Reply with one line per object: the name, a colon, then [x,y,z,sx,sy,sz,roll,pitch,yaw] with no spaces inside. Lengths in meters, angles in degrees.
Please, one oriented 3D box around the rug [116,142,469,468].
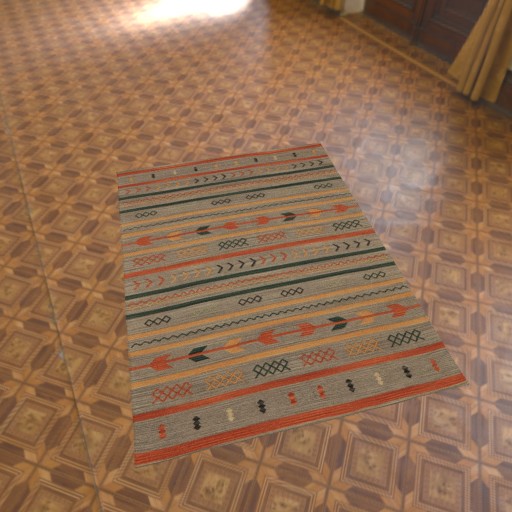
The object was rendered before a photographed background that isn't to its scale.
rug: [0.000,0.000,3.836,2.263,0.022,3.029,-10,48,-9]
